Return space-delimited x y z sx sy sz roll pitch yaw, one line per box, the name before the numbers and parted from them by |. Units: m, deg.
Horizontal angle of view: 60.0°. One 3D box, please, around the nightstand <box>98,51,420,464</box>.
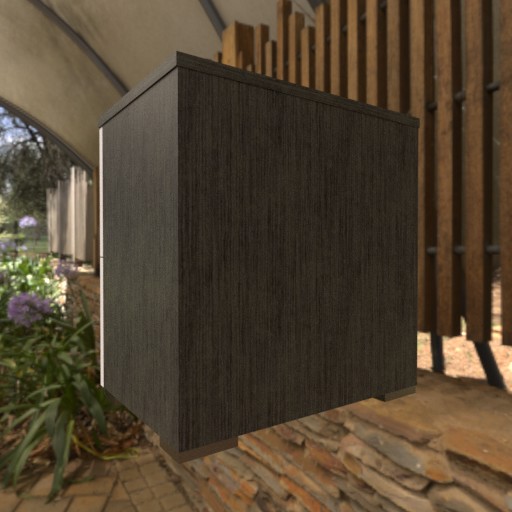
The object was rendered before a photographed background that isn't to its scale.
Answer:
nightstand | 0.000 0.000 0.752 0.441 0.460 0.325 -1 1 -35
